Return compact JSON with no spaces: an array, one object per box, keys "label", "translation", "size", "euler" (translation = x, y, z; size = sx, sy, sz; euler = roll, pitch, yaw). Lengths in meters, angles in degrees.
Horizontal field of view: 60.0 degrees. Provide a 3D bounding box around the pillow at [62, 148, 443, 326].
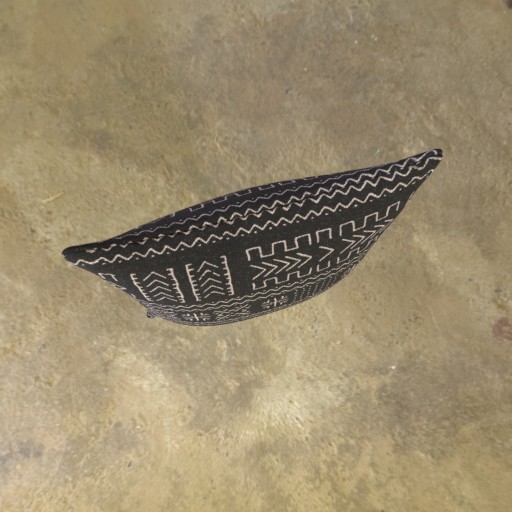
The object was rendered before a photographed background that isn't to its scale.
[{"label":"pillow","translation":[0.000,0.000,0.679],"size":[0.438,0.430,0.164],"euler":[-15,75,-4]}]
